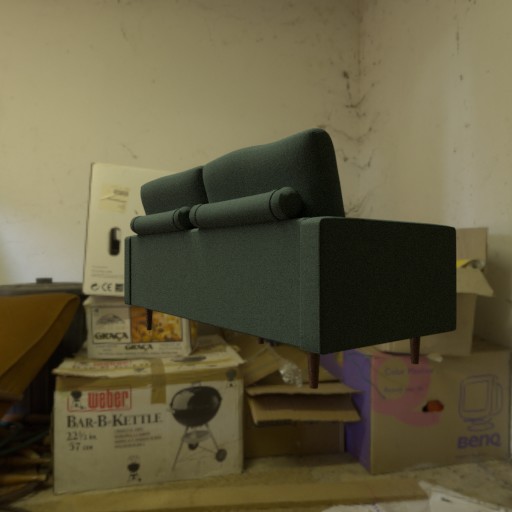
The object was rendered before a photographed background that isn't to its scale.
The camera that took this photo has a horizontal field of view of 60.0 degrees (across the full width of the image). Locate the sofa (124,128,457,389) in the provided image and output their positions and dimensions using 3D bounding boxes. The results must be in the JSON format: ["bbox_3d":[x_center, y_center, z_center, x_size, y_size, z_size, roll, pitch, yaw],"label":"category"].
[{"bbox_3d":[0.000,0.000,2.635,0.966,1.050,2.010,0,0,-36],"label":"sofa"}]
